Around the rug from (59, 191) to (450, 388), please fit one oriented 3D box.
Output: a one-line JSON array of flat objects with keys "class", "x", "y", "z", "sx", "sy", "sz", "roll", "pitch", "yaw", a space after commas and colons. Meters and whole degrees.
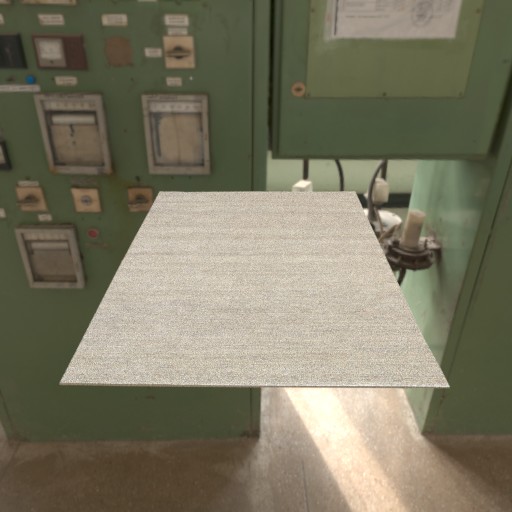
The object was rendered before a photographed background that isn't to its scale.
[{"class": "rug", "x": 0.000, "y": 0.000, "z": 4.669, "sx": 2.757, "sy": 0.051, "sz": 3.626, "roll": 0, "pitch": 30, "yaw": 1}]
